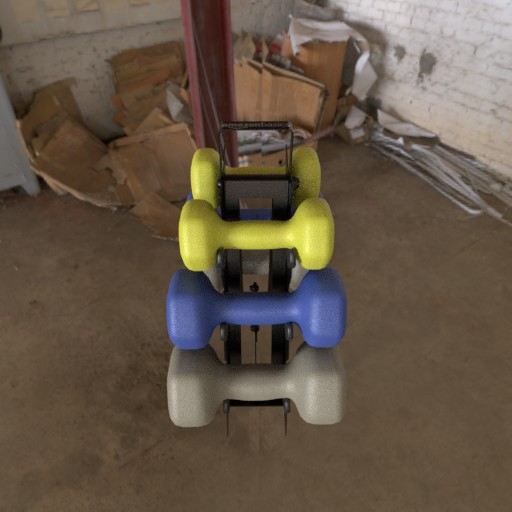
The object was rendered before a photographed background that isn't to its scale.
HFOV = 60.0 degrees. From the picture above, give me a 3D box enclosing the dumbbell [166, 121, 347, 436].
[{"bbox_3d":[0.000,0.000,0.692,0.261,0.426,0.416,0,40,0],"label":"dumbbell"}]
